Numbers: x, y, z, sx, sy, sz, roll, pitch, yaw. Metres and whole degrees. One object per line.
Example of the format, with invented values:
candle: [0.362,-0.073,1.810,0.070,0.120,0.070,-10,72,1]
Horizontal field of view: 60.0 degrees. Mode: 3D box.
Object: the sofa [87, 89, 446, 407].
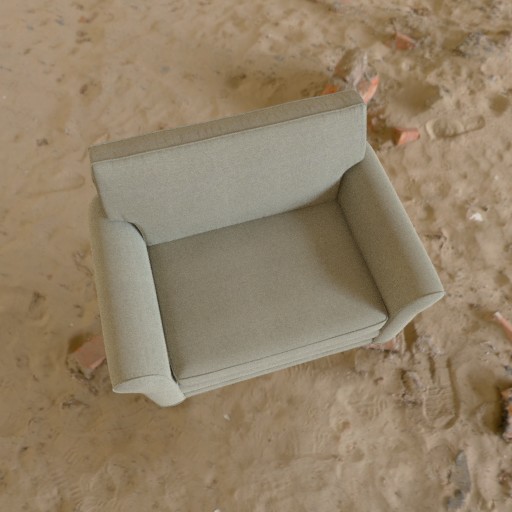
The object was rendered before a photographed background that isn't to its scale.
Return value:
sofa: [0.000,0.000,2.052,1.405,0.991,0.936,-15,65,-7]
